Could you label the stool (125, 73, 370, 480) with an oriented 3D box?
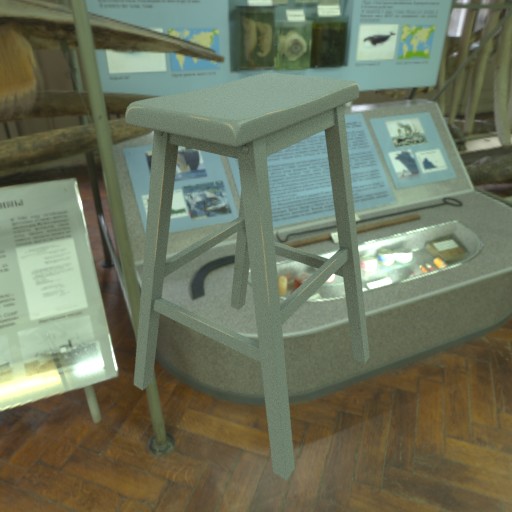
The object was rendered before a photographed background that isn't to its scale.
[{"bbox_3d":[0.000,0.000,1.040,0.476,0.737,0.457,19,35,29],"label":"stool"}]
